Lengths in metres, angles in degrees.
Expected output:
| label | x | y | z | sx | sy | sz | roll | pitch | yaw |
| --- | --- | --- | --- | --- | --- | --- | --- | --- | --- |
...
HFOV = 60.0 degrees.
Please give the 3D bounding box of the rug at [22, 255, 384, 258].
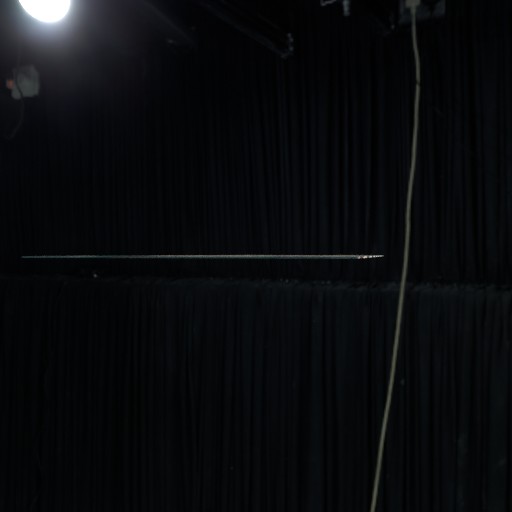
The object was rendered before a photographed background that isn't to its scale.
| label | x | y | z | sx | sy | sz | roll | pitch | yaw |
| --- | --- | --- | --- | --- | --- | --- | --- | --- | --- |
| rug | 0.000 | 0.000 | 2.906 | 1.522 | 0.010 | 2.311 | 0 | 0 | 18 |
